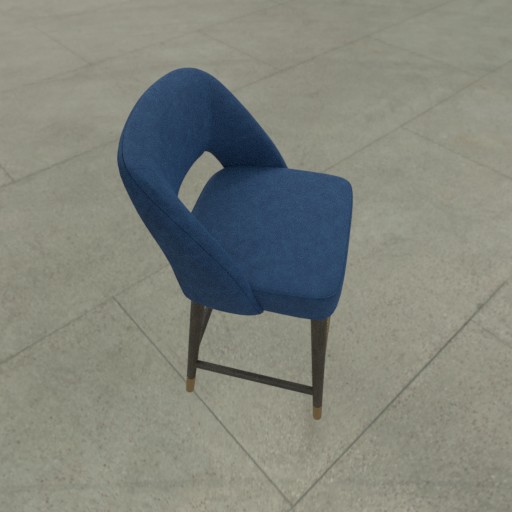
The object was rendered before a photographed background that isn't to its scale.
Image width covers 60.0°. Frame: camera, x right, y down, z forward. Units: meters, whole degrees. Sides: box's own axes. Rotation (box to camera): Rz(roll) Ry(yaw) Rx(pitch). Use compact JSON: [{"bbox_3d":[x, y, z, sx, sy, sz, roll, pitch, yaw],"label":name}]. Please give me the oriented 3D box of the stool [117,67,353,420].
[{"bbox_3d":[0.000,0.000,1.260,0.524,0.925,0.536,9,48,9],"label":"stool"}]
